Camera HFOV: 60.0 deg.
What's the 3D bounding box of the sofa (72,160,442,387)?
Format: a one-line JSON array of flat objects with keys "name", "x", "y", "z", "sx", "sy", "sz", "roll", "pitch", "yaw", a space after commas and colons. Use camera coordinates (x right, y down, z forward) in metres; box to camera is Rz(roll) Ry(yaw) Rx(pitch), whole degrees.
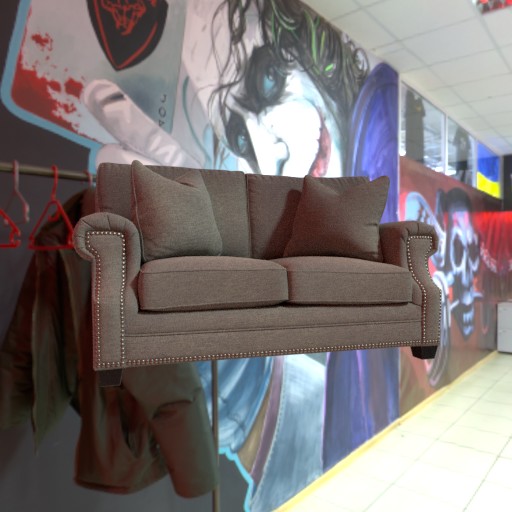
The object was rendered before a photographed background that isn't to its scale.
[{"name": "sofa", "x": 0.000, "y": 0.000, "z": 2.285, "sx": 1.701, "sy": 0.966, "sz": 0.966, "roll": 0, "pitch": 0, "yaw": -17}]
